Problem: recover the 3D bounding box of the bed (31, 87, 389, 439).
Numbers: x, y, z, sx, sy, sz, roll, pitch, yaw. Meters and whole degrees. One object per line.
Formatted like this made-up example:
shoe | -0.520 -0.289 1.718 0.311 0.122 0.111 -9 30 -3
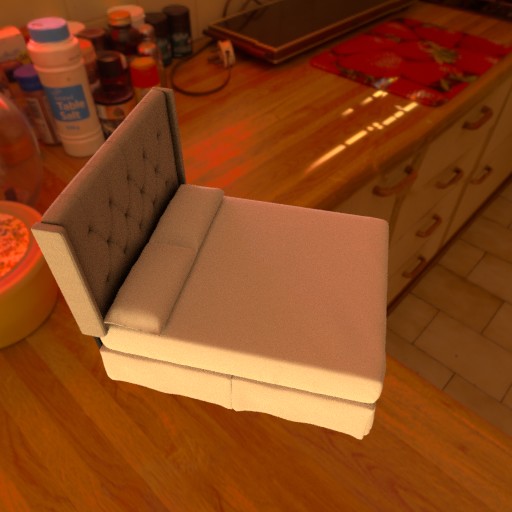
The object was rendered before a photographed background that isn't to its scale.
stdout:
bed | 0.000 0.000 3.321 2.066 1.665 1.719 9 47 9
